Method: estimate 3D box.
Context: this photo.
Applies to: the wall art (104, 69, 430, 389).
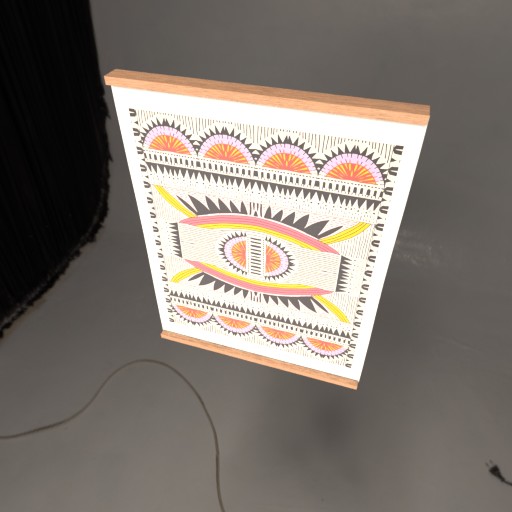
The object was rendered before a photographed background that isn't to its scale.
[{"bbox_3d":[0.000,0.000,0.704,0.403,0.527,0.028,12,42,13],"label":"wall art"}]
